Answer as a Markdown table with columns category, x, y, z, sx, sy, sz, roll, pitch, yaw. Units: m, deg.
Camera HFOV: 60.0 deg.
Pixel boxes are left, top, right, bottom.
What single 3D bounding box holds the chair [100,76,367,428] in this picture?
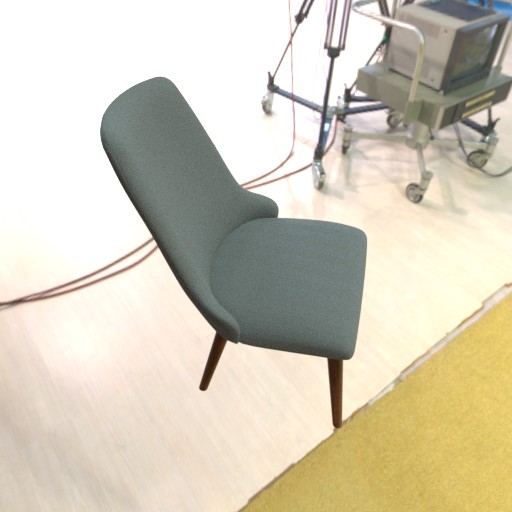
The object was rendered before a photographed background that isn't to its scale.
| category | x | y | z | sx | sy | sz | roll | pitch | yaw |
| --- | --- | --- | --- | --- | --- | --- | --- | --- | --- |
| chair | 0.000 | 0.000 | 1.334 | 0.707 | 0.918 | 0.535 | 11 | 47 | 10 |
